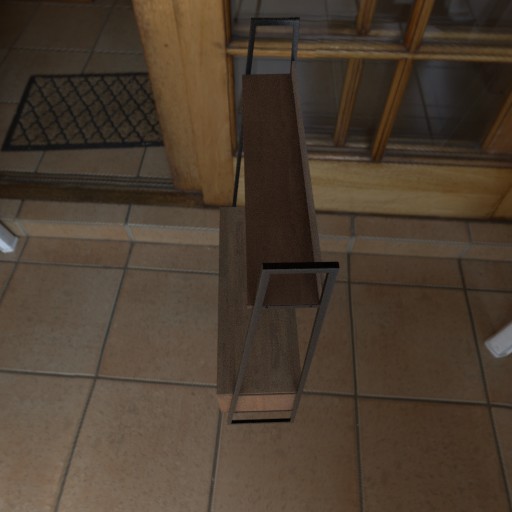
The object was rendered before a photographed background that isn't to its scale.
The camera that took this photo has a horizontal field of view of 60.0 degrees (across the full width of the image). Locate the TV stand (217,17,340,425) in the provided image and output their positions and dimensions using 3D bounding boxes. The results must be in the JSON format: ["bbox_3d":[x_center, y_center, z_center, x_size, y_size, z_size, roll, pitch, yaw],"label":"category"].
[{"bbox_3d":[0.000,0.000,2.267,0.432,1.772,1.250,-2,57,-1],"label":"TV stand"}]
